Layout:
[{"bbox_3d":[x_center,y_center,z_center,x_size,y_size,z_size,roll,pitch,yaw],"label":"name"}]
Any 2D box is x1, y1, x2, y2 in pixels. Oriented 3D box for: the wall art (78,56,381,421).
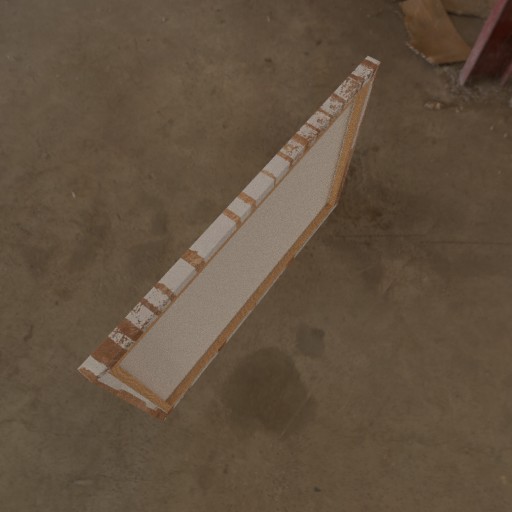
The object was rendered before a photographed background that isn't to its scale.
[{"bbox_3d":[0.000,0.000,1.149,0.035,0.609,0.914,34,69,15],"label":"wall art"}]
